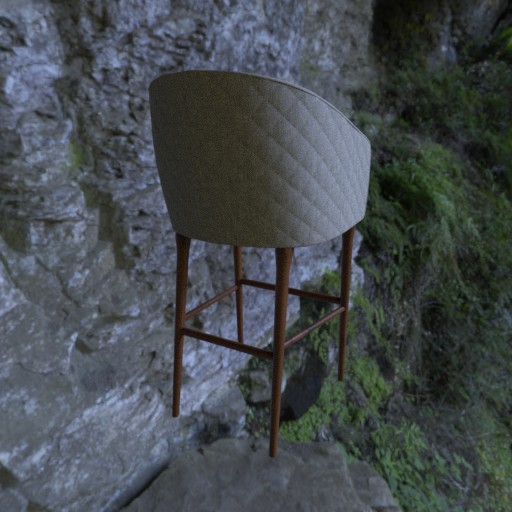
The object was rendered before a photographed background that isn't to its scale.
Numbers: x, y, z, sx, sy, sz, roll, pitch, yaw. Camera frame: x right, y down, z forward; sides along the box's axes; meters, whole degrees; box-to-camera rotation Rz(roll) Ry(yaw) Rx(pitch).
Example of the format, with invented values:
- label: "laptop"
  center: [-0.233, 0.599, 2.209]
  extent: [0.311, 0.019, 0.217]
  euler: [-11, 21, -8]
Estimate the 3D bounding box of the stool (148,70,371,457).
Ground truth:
- label: "stool"
  center: [0.000, 0.000, 1.450]
  extent: [0.559, 1.078, 0.607]
  euler: [10, 20, 28]
